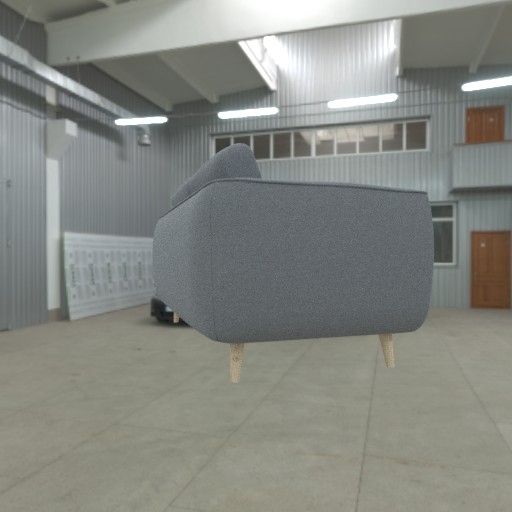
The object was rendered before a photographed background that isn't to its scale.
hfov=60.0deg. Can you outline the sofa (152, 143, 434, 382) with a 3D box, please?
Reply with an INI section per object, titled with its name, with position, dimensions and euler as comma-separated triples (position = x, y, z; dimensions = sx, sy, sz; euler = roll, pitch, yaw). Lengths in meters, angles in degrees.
[sofa]
position = 0.000, 0.000, 2.272
dimensions = 0.920, 0.850, 1.700
euler = 0, 0, -18
